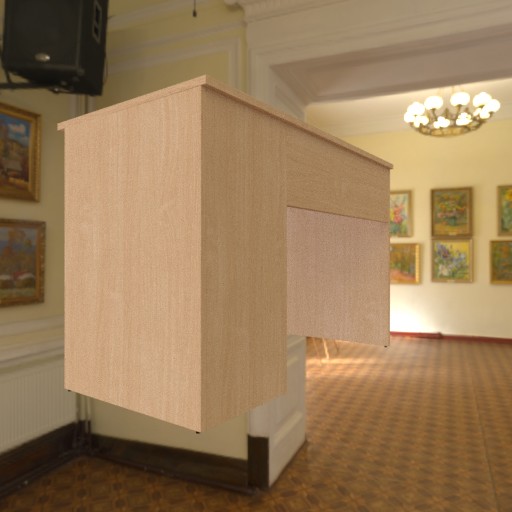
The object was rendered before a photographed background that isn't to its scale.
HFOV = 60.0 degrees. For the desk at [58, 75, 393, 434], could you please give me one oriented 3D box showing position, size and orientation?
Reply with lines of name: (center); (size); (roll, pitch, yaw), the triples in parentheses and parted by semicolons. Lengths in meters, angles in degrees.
desk: (0.000, 0.000, 1.505); (0.560, 0.735, 1.097); (0, 0, 37)
